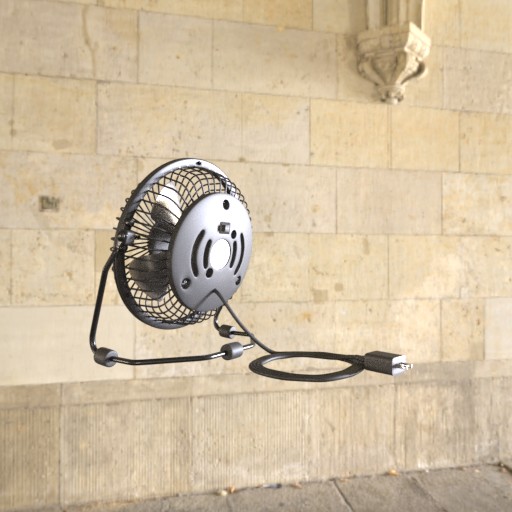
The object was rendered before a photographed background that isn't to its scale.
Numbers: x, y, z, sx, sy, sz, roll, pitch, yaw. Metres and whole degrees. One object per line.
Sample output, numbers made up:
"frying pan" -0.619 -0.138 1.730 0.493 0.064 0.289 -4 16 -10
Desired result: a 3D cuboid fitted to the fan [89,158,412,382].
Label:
"fan" 0.000 0.000 0.315 0.202 0.152 0.153 0 -1 35
